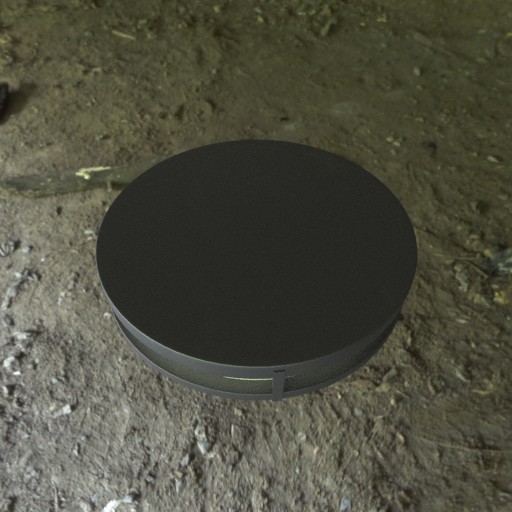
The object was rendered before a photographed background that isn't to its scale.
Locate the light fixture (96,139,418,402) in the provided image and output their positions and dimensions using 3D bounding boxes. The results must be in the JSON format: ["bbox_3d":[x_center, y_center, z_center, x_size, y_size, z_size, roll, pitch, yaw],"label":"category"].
[{"bbox_3d":[0.000,0.000,0.538,0.356,0.102,0.356,0,47,0],"label":"light fixture"}]
